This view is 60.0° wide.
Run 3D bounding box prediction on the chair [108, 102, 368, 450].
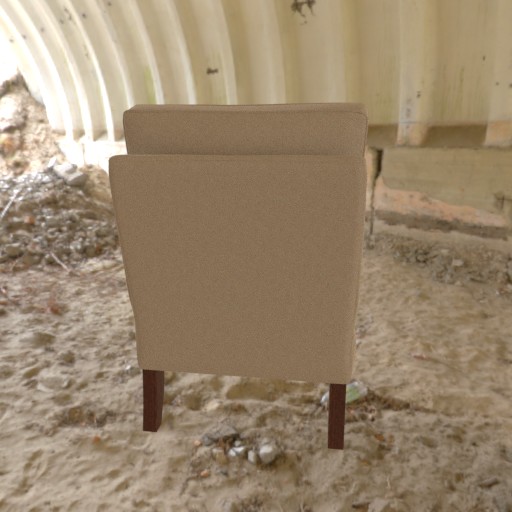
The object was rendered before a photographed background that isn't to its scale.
[{"bbox_3d":[0.000,0.000,1.666,0.724,1.052,0.912,2,15,8],"label":"chair"}]
